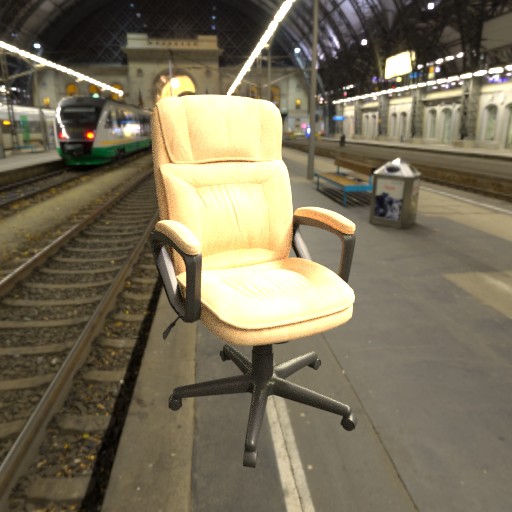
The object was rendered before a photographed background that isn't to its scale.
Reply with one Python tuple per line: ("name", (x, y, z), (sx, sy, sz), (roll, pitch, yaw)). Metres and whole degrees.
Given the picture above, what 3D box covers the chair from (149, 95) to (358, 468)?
("chair", (0.000, 0.000, 1.561), (0.667, 1.105, 0.724), (-8, 18, -26))
